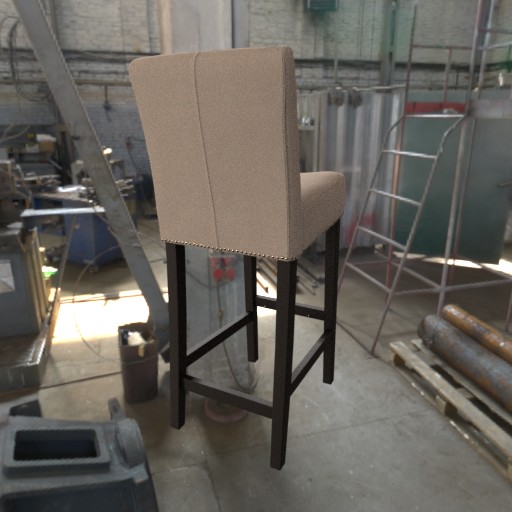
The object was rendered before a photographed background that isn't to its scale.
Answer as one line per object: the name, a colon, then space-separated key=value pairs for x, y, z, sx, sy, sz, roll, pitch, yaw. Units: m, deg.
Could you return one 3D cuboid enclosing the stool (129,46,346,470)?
stool: x=0.000 y=0.000 z=1.303 sx=0.411 sy=1.047 sz=0.548 roll=9 pitch=19 yaw=27
